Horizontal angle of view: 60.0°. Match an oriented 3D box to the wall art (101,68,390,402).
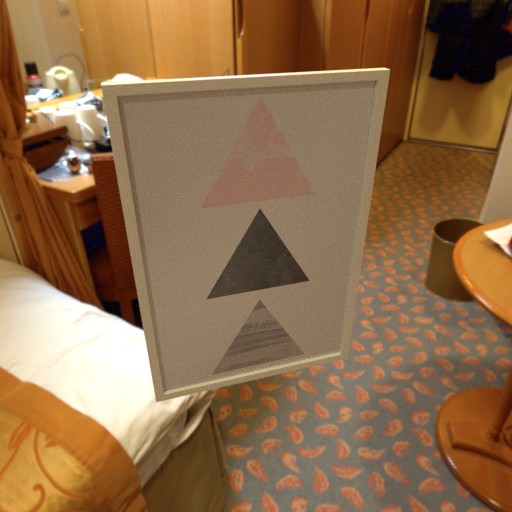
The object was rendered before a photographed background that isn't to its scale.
[{"bbox_3d":[0.000,0.000,0.566,0.303,0.433,0.013,-9,33,-14],"label":"wall art"}]
